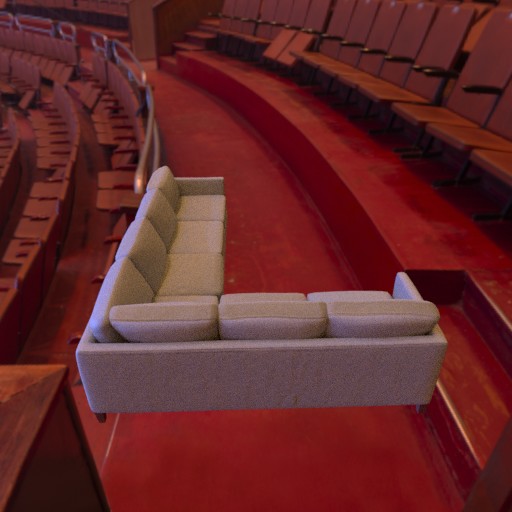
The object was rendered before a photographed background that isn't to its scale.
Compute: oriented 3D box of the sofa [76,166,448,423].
[{"bbox_3d":[0.000,0.000,4.517,2.592,0.947,3.301,-1,31,-2],"label":"sofa"}]
